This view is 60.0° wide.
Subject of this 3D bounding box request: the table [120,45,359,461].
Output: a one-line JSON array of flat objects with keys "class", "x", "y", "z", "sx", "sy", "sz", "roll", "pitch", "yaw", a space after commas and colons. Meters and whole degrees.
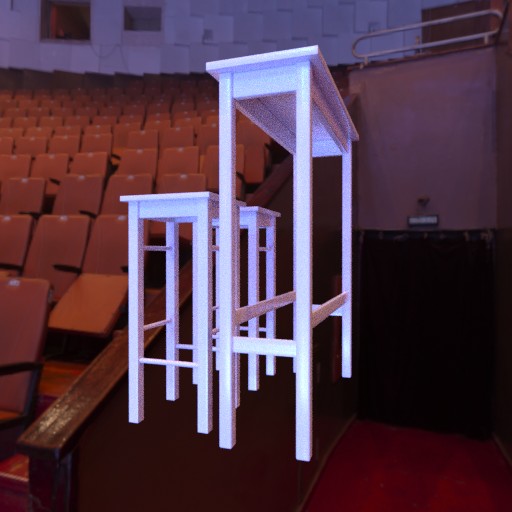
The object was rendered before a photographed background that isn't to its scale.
[{"class": "table", "x": 0.000, "y": 0.000, "z": 1.653, "sx": 0.650, "sy": 1.065, "sz": 0.915, "roll": 0, "pitch": 0, "yaw": 19}]
